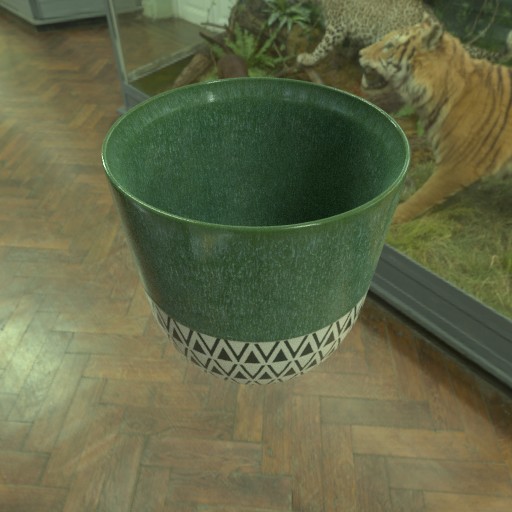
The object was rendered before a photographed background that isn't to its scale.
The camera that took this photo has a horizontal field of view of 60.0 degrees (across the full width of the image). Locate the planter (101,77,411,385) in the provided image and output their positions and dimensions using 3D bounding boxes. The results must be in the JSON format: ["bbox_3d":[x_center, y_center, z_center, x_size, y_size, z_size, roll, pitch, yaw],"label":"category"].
[{"bbox_3d":[0.000,0.000,0.359,0.195,0.214,0.195,0,43,0],"label":"planter"}]
